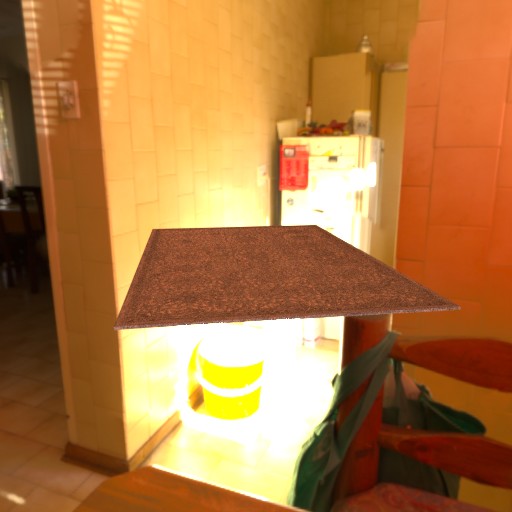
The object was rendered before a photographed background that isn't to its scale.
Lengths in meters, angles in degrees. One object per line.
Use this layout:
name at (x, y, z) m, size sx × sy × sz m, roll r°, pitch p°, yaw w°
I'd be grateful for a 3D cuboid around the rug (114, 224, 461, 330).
rug at (0.000, 0.000, 2.381) m, size 1.208 × 0.012 × 1.819 m, roll -2°, pitch 14°, yaw -9°
